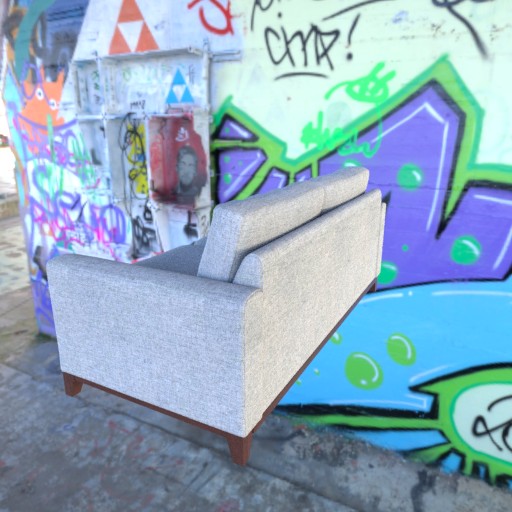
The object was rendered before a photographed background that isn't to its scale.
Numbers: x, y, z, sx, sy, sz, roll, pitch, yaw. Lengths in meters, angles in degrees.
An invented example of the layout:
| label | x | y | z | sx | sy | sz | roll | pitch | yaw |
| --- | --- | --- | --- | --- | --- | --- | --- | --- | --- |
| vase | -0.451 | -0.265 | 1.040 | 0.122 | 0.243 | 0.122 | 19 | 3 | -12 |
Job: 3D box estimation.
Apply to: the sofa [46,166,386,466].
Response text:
| label | x | y | z | sx | sy | sz | roll | pitch | yaw |
| --- | --- | --- | --- | --- | --- | --- | --- | --- | --- |
| sofa | 0.000 | 0.000 | 2.458 | 0.969 | 0.892 | 1.978 | 9 | 19 | 27 |
